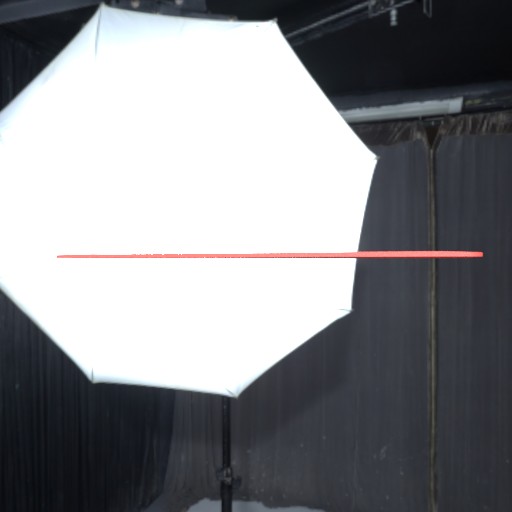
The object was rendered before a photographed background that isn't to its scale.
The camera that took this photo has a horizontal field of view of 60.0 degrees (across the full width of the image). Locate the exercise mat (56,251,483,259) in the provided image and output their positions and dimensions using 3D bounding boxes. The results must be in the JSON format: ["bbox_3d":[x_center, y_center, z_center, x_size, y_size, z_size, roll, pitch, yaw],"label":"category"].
[{"bbox_3d":[0.000,0.000,2.097,1.869,0.021,0.616,0,-1,19],"label":"exercise mat"}]
